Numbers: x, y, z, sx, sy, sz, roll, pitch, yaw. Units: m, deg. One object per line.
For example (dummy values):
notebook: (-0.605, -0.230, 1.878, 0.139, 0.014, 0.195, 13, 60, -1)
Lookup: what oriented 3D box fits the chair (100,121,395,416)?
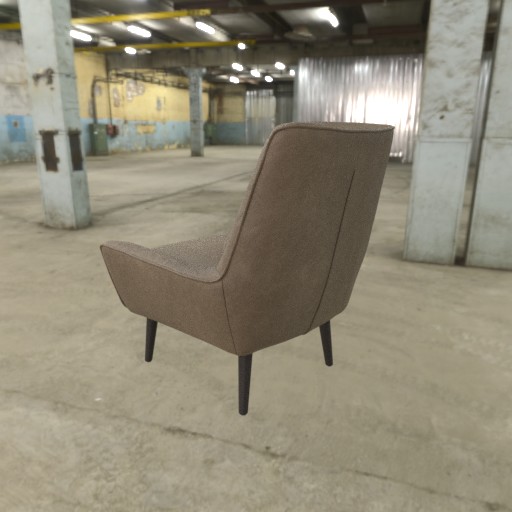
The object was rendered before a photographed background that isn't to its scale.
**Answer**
chair: (0.000, 0.000, 1.554, 0.787, 0.888, 0.824, -14, 21, -42)
